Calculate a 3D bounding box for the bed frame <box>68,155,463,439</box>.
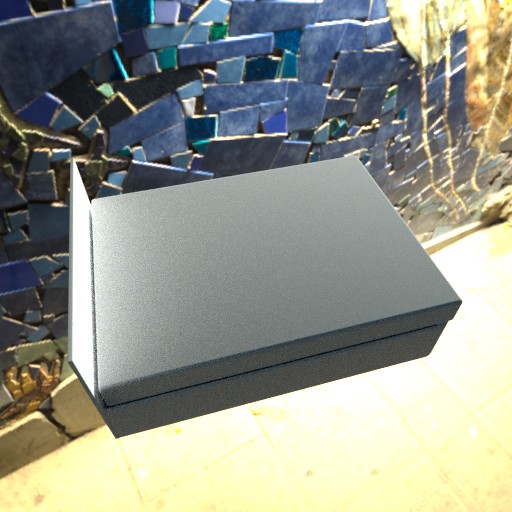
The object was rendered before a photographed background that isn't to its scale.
[{"bbox_3d":[0.000,0.000,2.639,1.900,0.800,1.400,-11,48,-10],"label":"bed frame"}]
